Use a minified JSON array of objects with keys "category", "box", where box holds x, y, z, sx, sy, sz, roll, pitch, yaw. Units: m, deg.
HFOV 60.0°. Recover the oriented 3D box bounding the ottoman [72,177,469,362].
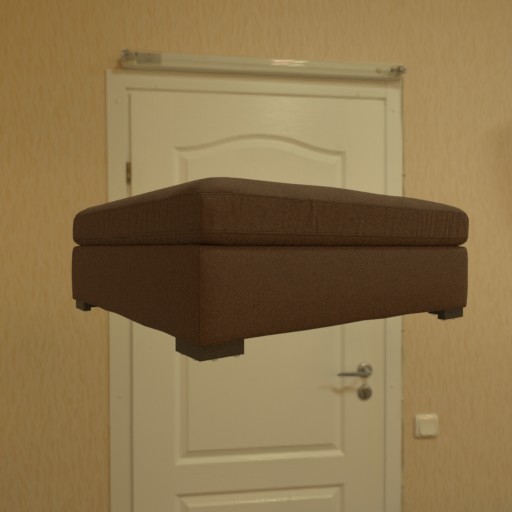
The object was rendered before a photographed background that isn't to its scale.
[{"category":"ottoman","box":[0.000,0.000,1.803,1.181,0.470,1.181,-1,1,-36]}]
